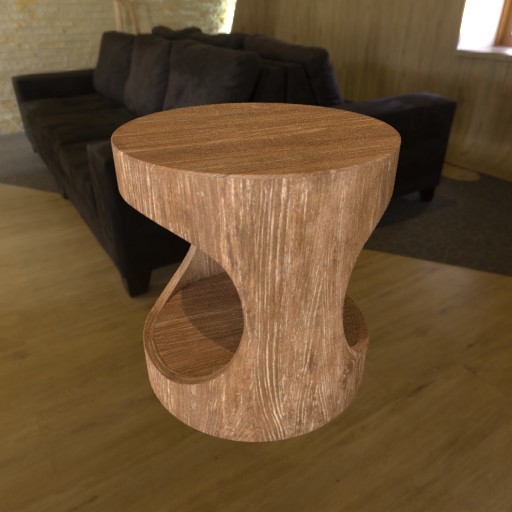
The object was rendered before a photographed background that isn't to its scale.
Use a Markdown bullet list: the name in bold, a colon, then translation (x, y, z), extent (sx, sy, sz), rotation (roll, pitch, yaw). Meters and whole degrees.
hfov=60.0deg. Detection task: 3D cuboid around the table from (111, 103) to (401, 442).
- **table**: translation (0.000, 0.000, 0.972), extent (0.527, 0.551, 0.527), rotation (0, 29, 0)
